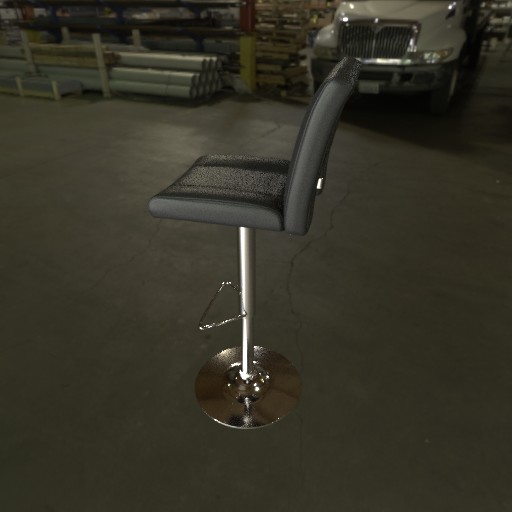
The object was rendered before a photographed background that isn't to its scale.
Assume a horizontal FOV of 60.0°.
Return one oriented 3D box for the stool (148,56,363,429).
[{"bbox_3d":[0.000,0.000,1.413,0.520,1.151,0.415,8,31,13],"label":"stool"}]
